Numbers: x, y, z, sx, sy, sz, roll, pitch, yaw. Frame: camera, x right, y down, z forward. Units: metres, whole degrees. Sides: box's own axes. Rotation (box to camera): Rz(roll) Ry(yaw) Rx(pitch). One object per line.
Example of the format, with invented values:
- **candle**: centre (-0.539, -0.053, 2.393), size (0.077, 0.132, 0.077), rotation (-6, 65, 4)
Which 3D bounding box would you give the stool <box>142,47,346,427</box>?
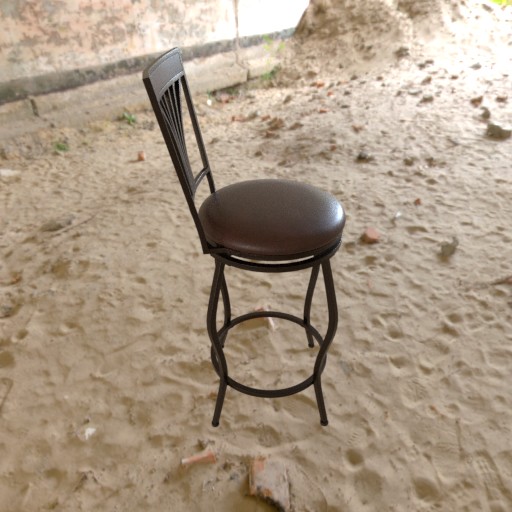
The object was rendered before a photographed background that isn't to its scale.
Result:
- **stool**: centre (0.000, 0.000, 1.361), size (0.514, 1.117, 0.433), rotation (0, 33, -1)
